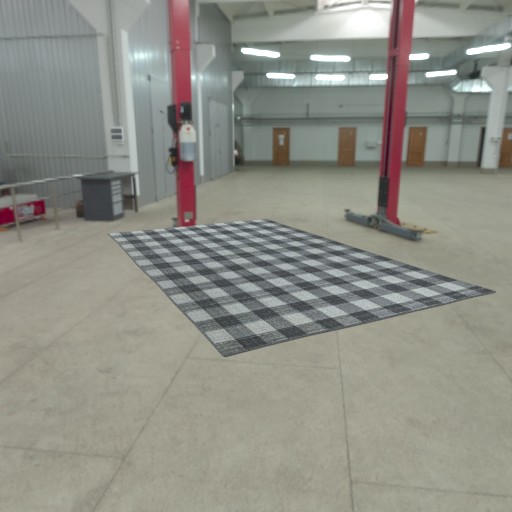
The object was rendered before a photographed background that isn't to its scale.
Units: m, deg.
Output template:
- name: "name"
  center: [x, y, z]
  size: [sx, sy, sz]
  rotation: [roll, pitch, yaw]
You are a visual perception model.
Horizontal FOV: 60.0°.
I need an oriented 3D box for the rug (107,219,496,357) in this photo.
- name: "rug"
  center: [0.000, 0.000, 3.030]
  size: [1.554, 0.011, 2.476]
  rotation: [-8, 17, -27]
